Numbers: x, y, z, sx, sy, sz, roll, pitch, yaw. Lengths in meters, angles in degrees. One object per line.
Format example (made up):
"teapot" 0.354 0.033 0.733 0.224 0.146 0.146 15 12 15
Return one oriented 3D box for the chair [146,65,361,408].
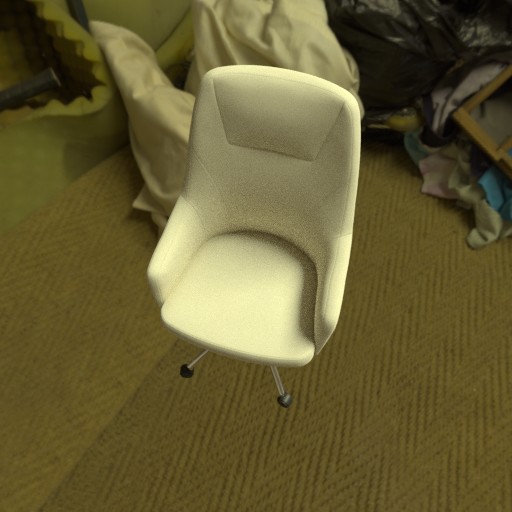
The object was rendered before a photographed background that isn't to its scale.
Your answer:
"chair" 0.000 0.000 1.483 0.620 1.049 0.640 14 58 9
